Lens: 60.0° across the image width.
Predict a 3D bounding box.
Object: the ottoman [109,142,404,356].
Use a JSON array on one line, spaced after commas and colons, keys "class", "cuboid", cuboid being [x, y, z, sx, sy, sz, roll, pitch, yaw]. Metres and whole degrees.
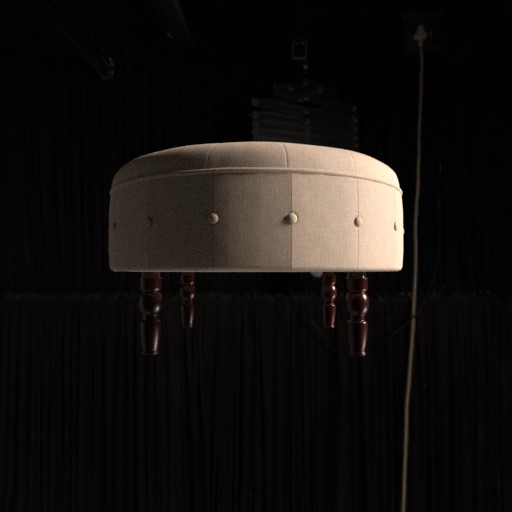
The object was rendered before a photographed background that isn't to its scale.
[{"class": "ottoman", "cuboid": [0.000, 0.000, 1.346, 0.848, 0.494, 0.848, 0, -2, 0]}]
